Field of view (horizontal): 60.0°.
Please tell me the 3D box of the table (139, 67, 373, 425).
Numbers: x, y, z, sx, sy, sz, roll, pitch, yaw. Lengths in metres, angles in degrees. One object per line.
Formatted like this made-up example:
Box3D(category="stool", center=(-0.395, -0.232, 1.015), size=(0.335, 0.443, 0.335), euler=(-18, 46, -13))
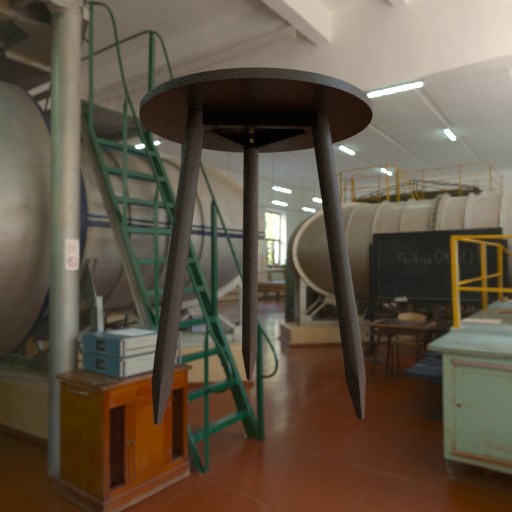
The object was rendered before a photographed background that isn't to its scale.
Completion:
Box3D(category="table", center=(0.000, 0.000, 0.895), size=(0.457, 0.585, 0.457), euler=(0, -1, 0))
